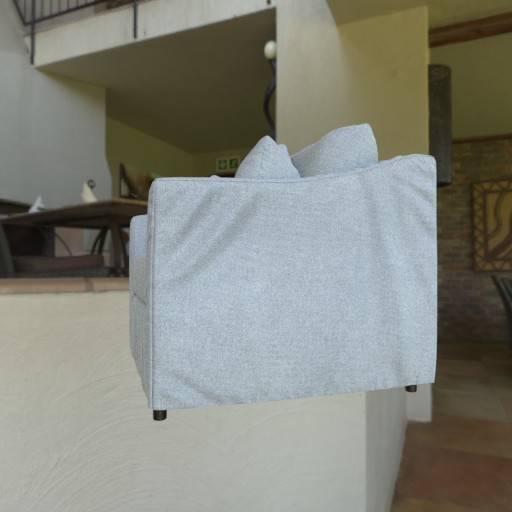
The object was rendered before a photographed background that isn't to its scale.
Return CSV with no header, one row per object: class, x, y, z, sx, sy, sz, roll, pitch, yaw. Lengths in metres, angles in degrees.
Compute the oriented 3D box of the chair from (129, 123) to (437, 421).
chair,0.000,0.000,2.037,1.071,1.059,1.194,0,-1,-19
